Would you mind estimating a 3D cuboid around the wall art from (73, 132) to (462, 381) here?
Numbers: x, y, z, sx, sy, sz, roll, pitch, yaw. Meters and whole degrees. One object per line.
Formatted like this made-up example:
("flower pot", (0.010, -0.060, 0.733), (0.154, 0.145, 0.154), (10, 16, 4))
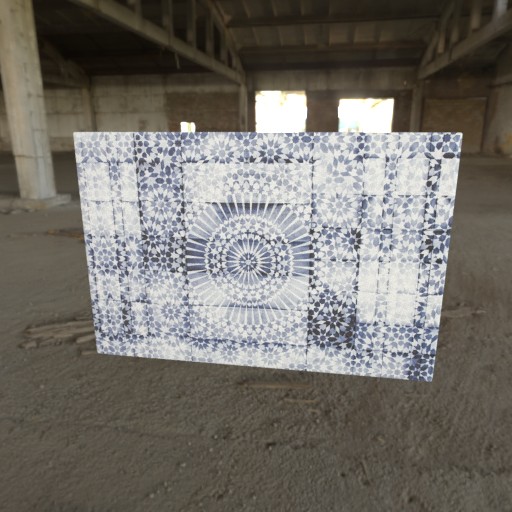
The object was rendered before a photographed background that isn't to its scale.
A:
("wall art", (0.000, 0.000, 0.755), (0.608, 0.406, 0.030), (3, 16, 9))
